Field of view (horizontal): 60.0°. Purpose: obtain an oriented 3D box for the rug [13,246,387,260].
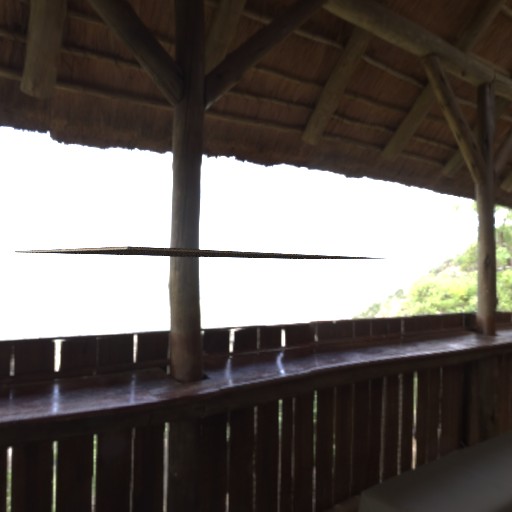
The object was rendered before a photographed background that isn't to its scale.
[{"bbox_3d":[0.000,0.000,2.453,0.687,0.011,2.287,-1,-2,35],"label":"rug"}]
